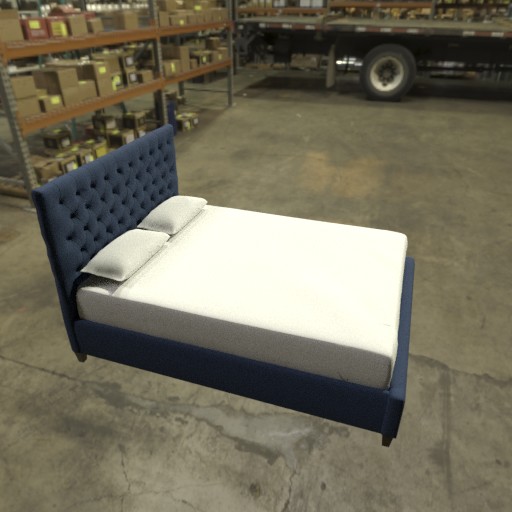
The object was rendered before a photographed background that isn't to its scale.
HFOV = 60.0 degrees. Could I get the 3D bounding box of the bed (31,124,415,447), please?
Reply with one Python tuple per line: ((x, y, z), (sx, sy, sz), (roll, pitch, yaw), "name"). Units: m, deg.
((0.000, 0.000, 3.401), (2.387, 1.427, 1.706), (10, 32, 16), "bed")
